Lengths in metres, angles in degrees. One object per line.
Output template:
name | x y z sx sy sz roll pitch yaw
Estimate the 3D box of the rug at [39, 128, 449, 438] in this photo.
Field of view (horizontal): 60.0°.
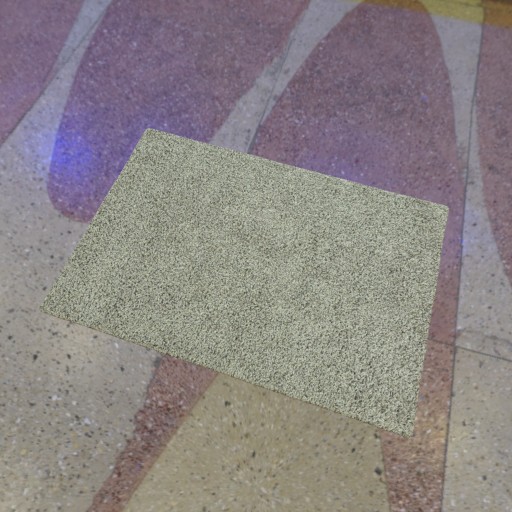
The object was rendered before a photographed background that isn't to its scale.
rug | 0.000 0.000 2.246 1.778 0.030 1.219 17 64 9
